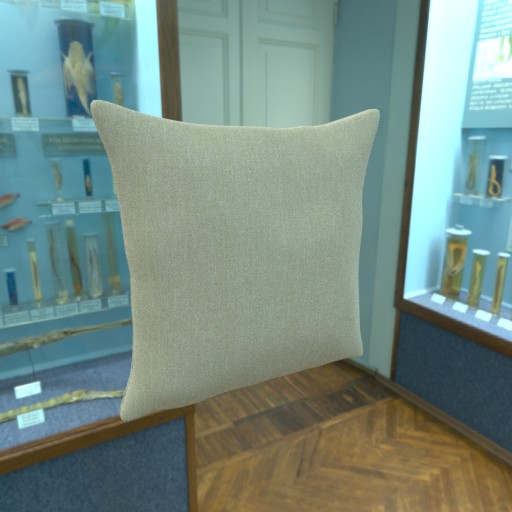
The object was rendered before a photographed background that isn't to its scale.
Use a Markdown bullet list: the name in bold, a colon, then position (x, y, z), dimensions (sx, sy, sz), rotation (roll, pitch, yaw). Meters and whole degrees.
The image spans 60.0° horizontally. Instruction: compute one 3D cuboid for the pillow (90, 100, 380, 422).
- **pillow**: position (0.000, 0.000, 0.668), dimensions (0.436, 0.432, 0.138), rotation (-8, 17, -26)
